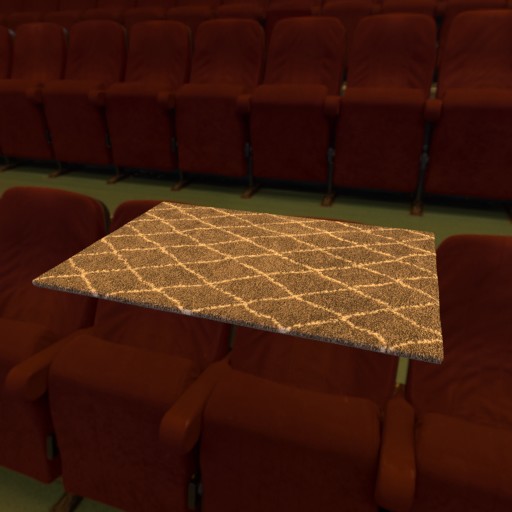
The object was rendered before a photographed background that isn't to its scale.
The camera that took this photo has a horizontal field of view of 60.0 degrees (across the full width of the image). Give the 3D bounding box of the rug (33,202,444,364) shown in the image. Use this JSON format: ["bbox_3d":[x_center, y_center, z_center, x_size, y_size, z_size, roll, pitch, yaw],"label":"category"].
[{"bbox_3d":[0.000,0.000,2.310,1.778,0.030,1.219,8,26,17],"label":"rug"}]
